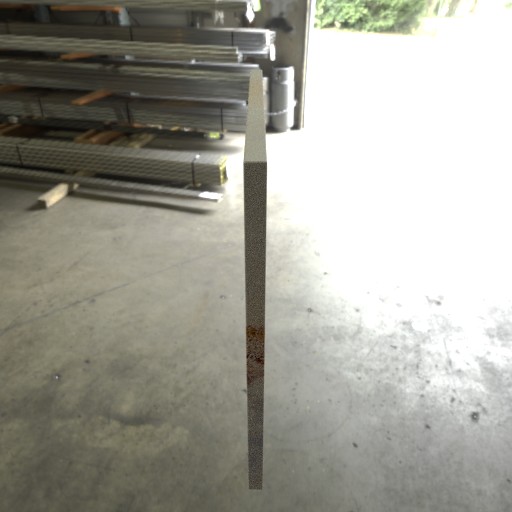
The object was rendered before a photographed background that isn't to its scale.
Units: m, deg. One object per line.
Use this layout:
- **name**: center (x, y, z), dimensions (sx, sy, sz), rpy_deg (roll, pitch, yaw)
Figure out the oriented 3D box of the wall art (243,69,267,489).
- **wall art**: center (0.000, 0.000, 1.305), dimensions (0.038, 0.889, 0.889), rpy_deg (0, 31, 0)
